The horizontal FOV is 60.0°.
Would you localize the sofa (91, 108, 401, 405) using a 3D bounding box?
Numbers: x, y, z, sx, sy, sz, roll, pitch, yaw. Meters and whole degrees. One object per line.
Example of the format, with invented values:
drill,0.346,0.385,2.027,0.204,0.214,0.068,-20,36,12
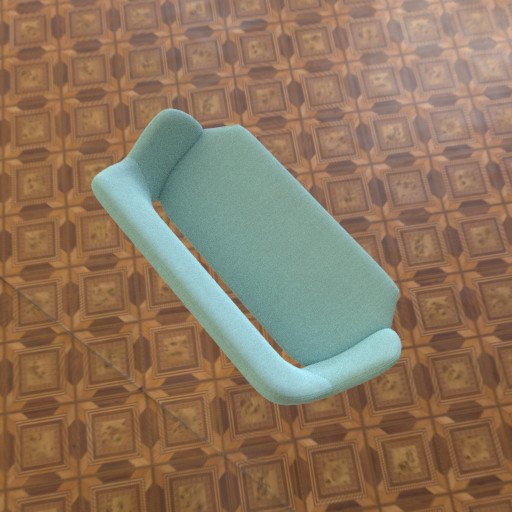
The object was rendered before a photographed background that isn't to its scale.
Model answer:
sofa,0.000,0.000,1.646,0.610,0.840,1.150,-40,79,-10
